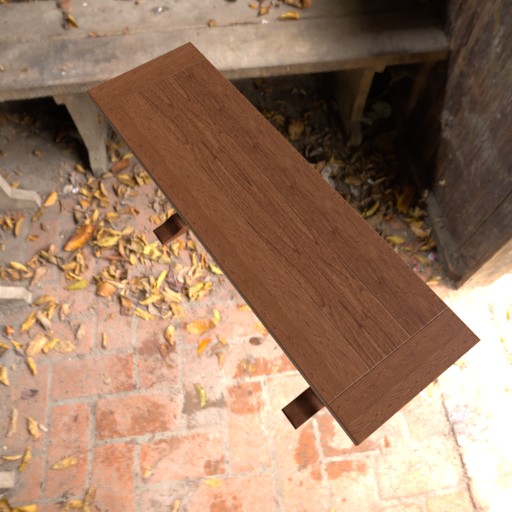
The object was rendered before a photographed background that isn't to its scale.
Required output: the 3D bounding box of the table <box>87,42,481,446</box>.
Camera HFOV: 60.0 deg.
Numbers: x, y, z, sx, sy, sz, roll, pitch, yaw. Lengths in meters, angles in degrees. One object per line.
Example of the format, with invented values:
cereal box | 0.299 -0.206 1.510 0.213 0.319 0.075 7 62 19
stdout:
table | 0.000 0.000 1.795 0.461 0.852 1.478 -33 68 -15
